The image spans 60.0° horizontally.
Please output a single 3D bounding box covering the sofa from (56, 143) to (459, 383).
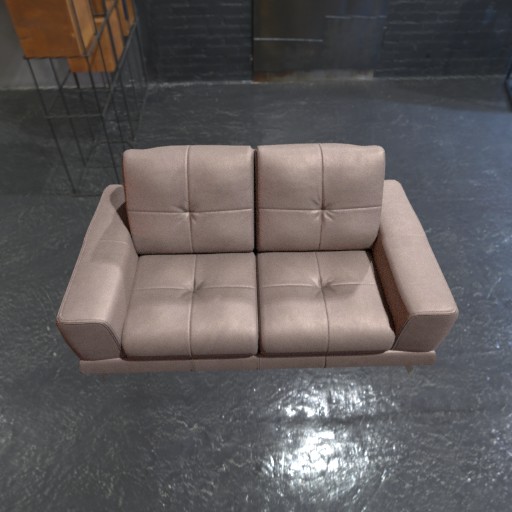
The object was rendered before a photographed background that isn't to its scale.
[{"bbox_3d":[0.000,0.000,2.328,1.806,0.907,1.018,-1,45,-1],"label":"sofa"}]
